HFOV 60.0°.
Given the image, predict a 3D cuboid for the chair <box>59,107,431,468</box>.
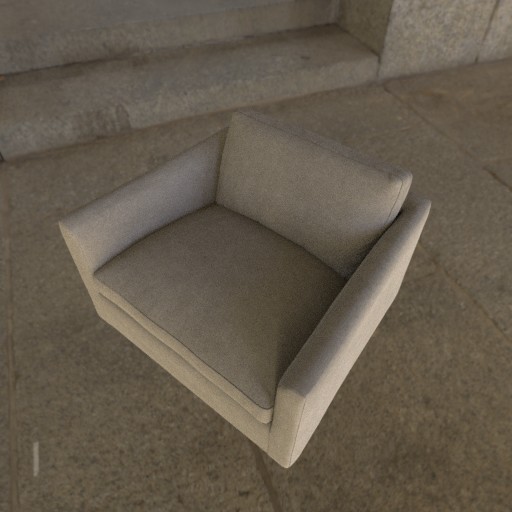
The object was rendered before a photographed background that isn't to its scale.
[{"bbox_3d":[0.000,0.000,1.945,1.190,0.845,1.091,31,54,25],"label":"chair"}]
